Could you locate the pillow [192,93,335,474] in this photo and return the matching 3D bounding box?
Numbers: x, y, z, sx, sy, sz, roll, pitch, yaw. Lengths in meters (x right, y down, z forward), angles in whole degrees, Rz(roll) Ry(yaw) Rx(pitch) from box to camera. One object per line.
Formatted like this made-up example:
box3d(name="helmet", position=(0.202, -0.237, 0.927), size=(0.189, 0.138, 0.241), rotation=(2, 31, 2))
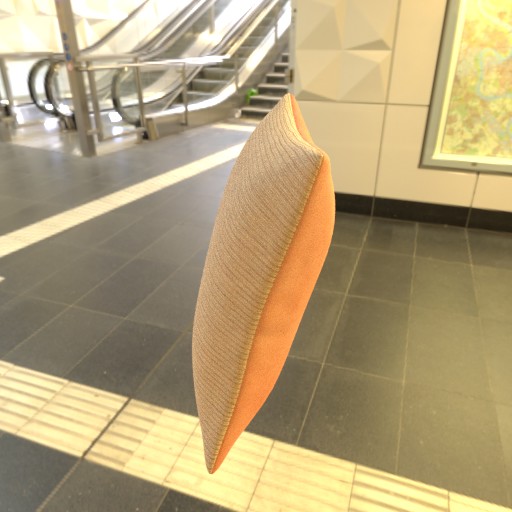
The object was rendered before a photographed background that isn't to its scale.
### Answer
box3d(name="pillow", position=(0.000, 0.000, 0.647), size=(0.177, 0.401, 0.424), rotation=(0, 27, 0))
